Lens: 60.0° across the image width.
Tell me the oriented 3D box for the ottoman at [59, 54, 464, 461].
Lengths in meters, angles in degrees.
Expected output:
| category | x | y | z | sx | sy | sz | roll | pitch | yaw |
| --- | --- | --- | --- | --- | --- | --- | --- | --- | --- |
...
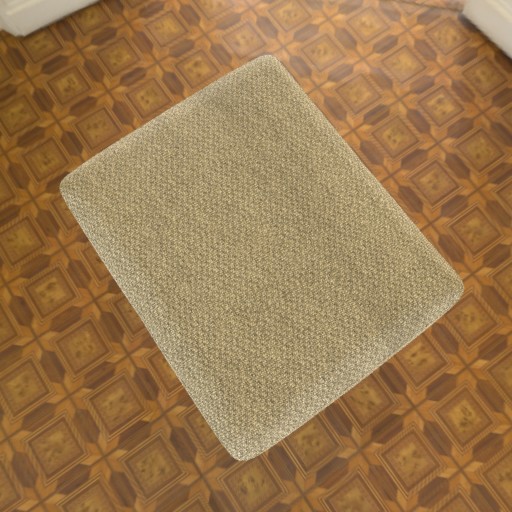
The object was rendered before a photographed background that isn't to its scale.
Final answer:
| category | x | y | z | sx | sy | sz | roll | pitch | yaw |
| --- | --- | --- | --- | --- | --- | --- | --- | --- | --- |
| ottoman | 0.000 | 0.000 | 1.116 | 0.603 | 0.476 | 0.751 | -35 | 79 | -8 |
